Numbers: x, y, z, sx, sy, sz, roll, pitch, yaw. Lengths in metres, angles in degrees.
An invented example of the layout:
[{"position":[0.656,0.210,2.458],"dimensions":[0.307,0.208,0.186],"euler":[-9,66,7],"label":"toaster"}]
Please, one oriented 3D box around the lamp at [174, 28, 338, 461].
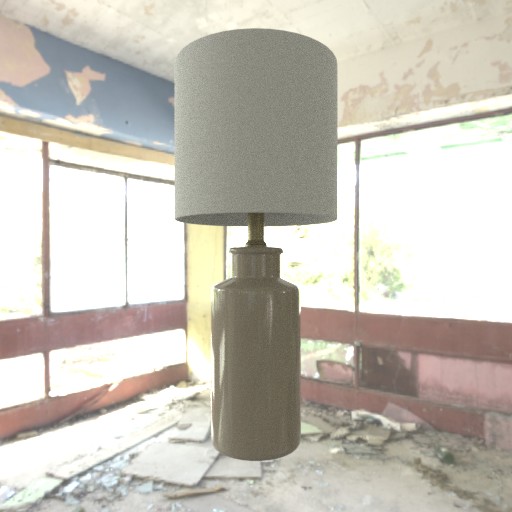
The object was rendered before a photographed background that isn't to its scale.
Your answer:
[{"position":[0.000,0.000,0.584],"dimensions":[0.212,0.493,0.212],"euler":[0,0,-17],"label":"lamp"}]
